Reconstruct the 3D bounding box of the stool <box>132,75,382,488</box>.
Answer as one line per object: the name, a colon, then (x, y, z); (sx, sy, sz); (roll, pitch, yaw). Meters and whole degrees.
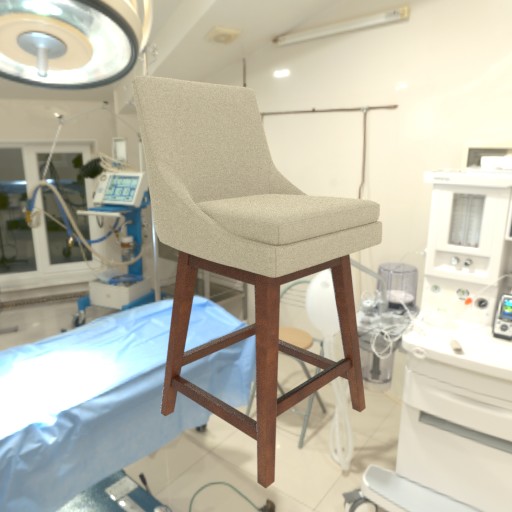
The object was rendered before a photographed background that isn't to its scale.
stool: (0.000, 0.000, 1.288); (0.559, 0.991, 0.469); (14, 20, 42)
